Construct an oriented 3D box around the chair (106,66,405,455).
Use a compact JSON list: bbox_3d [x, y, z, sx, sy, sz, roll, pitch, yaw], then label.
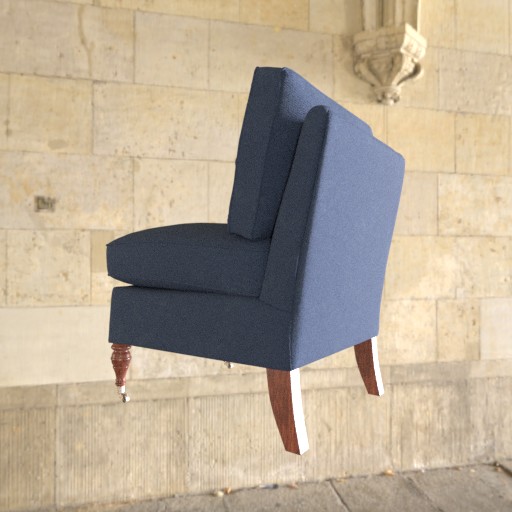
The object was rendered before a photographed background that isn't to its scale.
[{"bbox_3d":[0.000,0.000,1.644,0.912,1.052,0.724,0,-1,35],"label":"chair"}]
